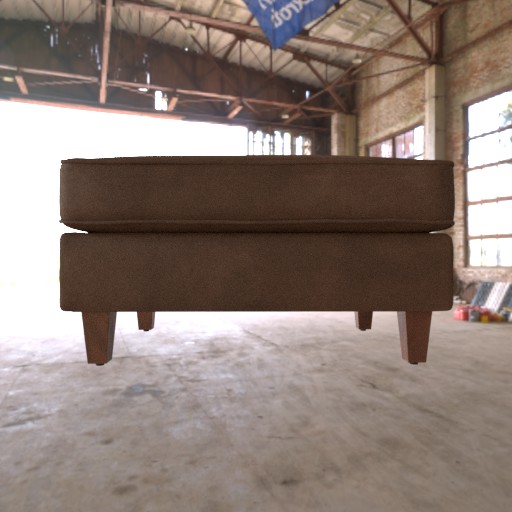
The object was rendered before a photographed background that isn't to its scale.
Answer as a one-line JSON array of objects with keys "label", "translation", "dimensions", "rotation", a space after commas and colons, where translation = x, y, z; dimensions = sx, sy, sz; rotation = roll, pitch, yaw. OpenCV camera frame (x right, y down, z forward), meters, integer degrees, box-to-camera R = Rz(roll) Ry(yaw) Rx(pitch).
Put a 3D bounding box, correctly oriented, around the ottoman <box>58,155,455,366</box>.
[{"label": "ottoman", "translation": [0.000, 0.000, 1.205], "dimensions": [0.860, 0.481, 0.596], "rotation": [0, 0, -1]}]
